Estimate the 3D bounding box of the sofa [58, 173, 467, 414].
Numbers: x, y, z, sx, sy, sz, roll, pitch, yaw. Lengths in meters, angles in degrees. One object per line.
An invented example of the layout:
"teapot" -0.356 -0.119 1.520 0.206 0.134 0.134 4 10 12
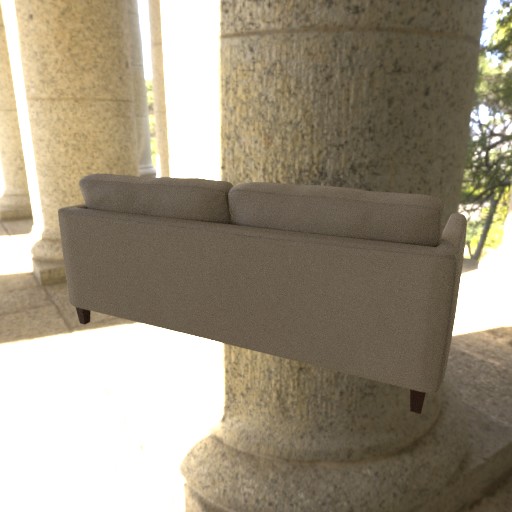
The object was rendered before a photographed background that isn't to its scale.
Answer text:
"sofa" 0.000 0.000 2.593 2.181 0.932 0.948 8 18 26
